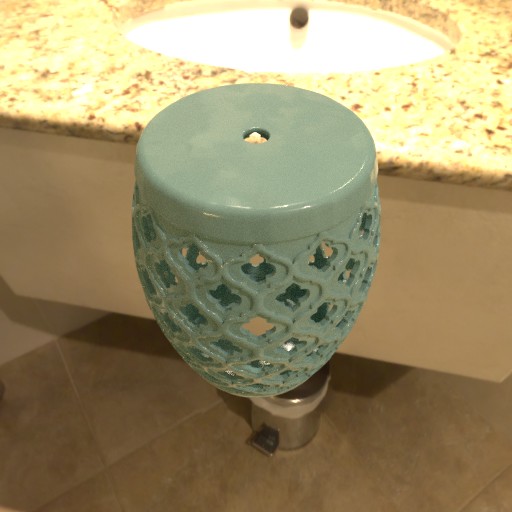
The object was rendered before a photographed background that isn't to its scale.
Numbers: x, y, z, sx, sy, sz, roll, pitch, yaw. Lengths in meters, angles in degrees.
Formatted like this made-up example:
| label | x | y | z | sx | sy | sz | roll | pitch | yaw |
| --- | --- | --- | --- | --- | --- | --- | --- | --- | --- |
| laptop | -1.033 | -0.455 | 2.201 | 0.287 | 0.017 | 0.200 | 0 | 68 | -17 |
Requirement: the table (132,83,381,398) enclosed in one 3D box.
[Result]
| label | x | y | z | sx | sy | sz | roll | pitch | yaw |
| --- | --- | --- | --- | --- | --- | --- | --- | --- | --- |
| table | 0.000 | 0.000 | 0.627 | 0.325 | 0.388 | 0.325 | 0 | 47 | 0 |
